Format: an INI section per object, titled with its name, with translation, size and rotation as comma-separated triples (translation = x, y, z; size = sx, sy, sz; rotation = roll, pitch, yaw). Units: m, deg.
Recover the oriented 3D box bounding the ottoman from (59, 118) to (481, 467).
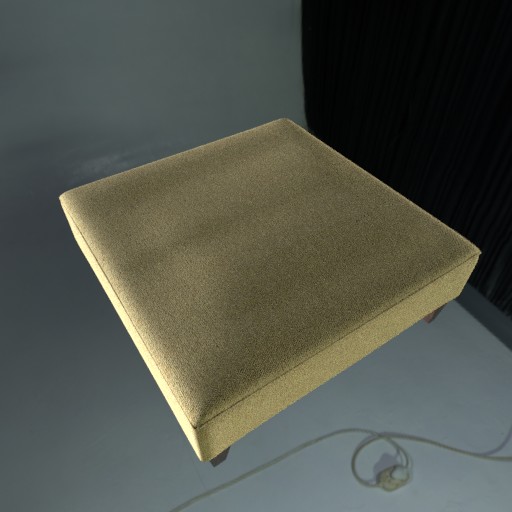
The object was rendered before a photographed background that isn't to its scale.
[ottoman]
translation = 0.000, 0.000, 1.503
size = 0.970, 0.378, 0.981
rotation = -25, 51, -23
